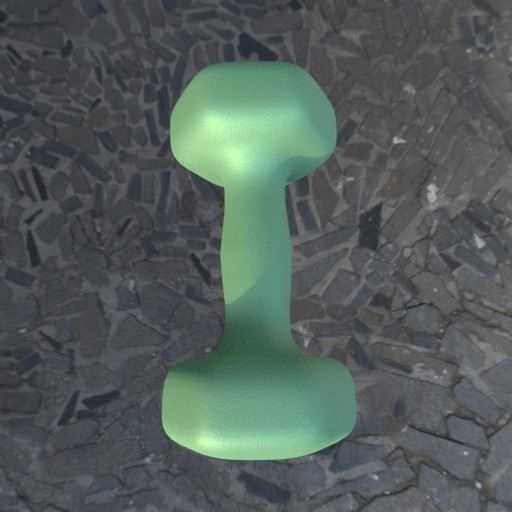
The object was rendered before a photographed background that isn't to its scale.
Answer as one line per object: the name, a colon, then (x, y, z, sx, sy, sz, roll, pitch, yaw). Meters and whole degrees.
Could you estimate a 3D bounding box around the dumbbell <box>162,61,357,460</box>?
dumbbell: (0.000, 0.000, 0.315, 0.129, 0.117, 0.260, 0, 76, 0)
